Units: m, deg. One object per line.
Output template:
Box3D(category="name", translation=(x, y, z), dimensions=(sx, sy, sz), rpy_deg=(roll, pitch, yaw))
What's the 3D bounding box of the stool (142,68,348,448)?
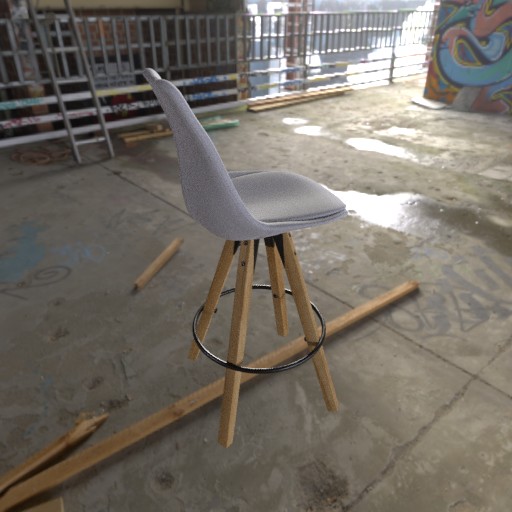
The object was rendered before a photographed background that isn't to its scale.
Box3D(category="stool", translation=(0.000, 0.000, 1.419), dimensions=(0.550, 1.115, 0.484), rpy_deg=(-11, 32, -18))
